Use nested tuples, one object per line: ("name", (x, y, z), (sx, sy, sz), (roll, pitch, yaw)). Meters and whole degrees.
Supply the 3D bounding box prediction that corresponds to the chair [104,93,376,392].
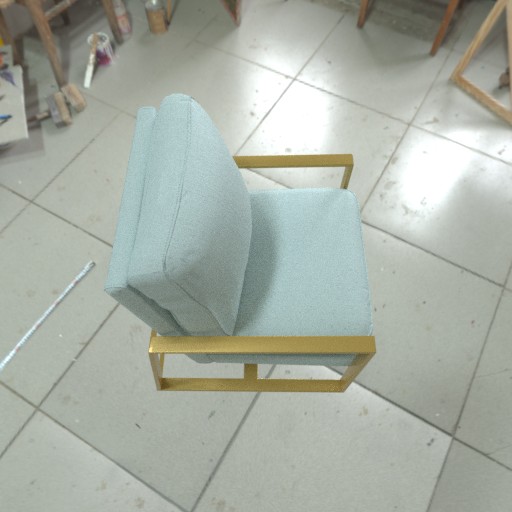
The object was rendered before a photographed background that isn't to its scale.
("chair", (0.000, 0.000, 1.581), (0.813, 0.956, 0.758), (1, 62, 0))
